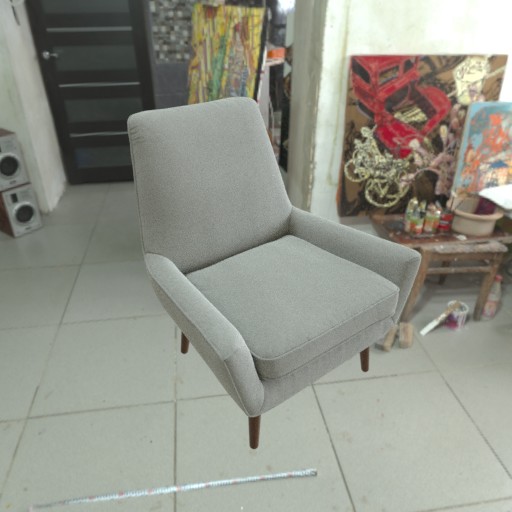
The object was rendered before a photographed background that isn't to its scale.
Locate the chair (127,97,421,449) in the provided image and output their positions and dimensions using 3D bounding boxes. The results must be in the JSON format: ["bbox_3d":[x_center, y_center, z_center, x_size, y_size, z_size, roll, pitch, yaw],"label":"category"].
[{"bbox_3d":[0.000,0.000,1.514,0.787,0.888,0.822,-22,37,-32],"label":"chair"}]
